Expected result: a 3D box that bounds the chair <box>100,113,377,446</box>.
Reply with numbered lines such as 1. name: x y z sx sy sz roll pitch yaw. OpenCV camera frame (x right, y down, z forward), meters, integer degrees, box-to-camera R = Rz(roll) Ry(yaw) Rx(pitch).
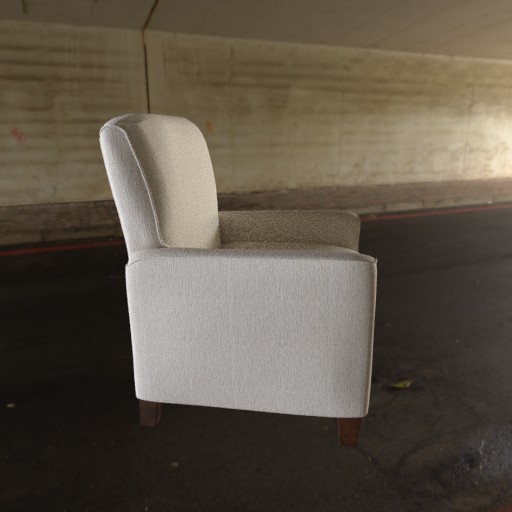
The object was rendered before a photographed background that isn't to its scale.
1. chair: 0.000 0.000 1.683 0.858 1.028 0.841 2 16 8
